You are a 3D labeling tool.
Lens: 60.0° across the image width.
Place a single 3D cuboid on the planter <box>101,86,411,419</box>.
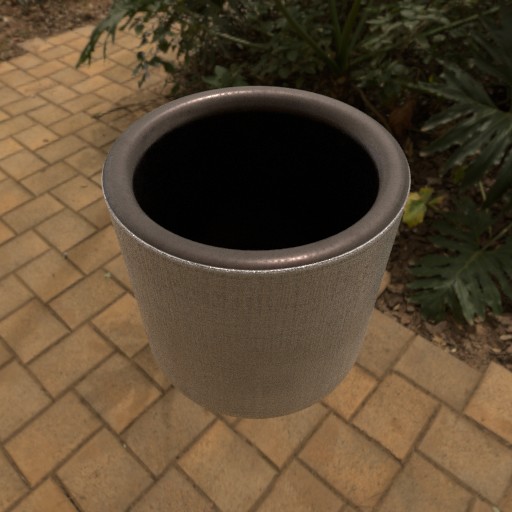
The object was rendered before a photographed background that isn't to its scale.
[{"bbox_3d":[0.000,0.000,0.287,0.160,0.156,0.160,0,47,0],"label":"planter"}]
